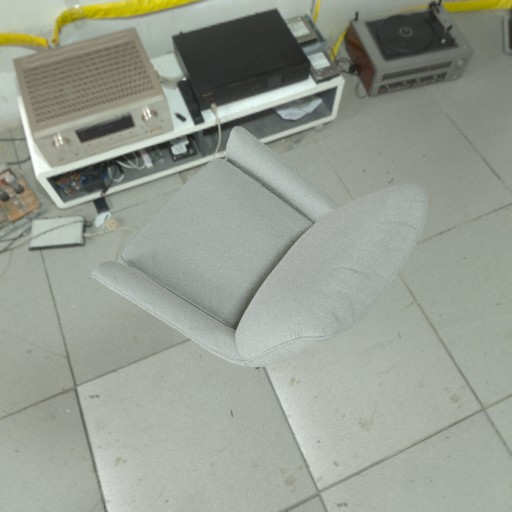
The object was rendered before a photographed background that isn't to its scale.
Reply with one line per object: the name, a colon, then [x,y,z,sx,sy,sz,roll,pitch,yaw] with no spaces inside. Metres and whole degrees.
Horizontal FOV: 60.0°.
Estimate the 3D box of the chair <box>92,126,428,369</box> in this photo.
chair: [0.000,0.000,1.514,0.822,0.888,0.787,34,69,15]
